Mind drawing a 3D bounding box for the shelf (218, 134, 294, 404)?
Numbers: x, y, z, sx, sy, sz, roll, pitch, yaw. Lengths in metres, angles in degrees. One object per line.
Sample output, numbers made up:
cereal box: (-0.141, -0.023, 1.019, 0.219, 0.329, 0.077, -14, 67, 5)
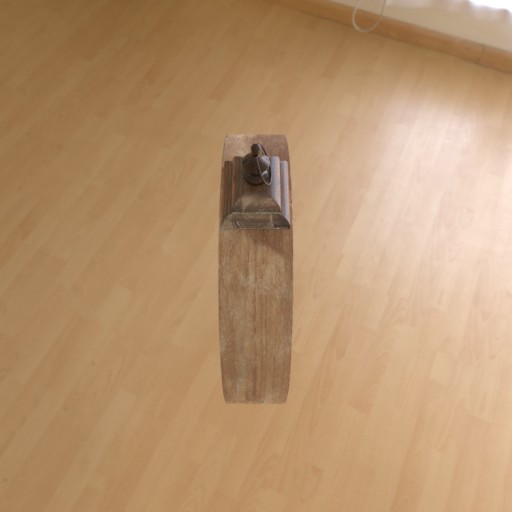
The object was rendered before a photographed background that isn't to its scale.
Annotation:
shelf: (0.000, 0.000, 0.978, 0.125, 0.725, 0.601, 0, 63, 0)
